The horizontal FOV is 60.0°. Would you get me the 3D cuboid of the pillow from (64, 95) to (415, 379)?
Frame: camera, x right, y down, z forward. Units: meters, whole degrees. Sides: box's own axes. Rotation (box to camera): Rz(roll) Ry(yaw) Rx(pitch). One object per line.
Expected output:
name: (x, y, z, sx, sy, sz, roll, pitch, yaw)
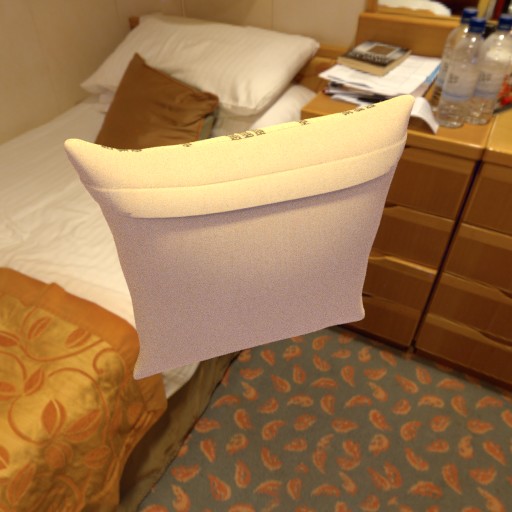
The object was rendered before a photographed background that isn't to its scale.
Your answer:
pillow: (0.000, 0.000, 0.616, 0.405, 0.406, 0.173, -12, 42, -14)
